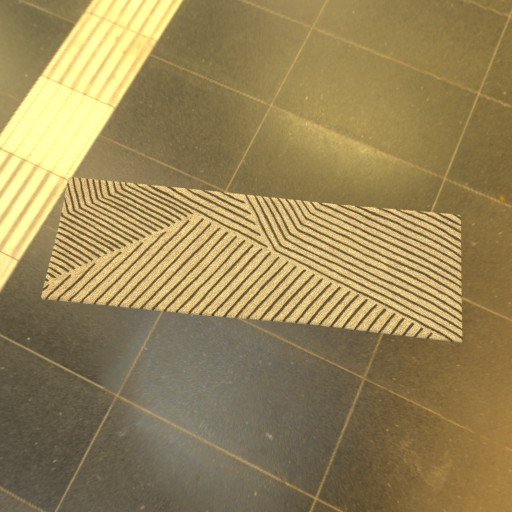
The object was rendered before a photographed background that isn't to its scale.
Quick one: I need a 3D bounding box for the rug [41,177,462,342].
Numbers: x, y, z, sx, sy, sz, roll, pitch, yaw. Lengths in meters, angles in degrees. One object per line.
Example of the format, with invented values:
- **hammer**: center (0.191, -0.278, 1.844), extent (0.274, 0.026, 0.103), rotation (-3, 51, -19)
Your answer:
- **rug**: center (0.000, 0.000, 2.645), extent (2.439, 0.020, 0.773), rotation (6, 76, 1)
